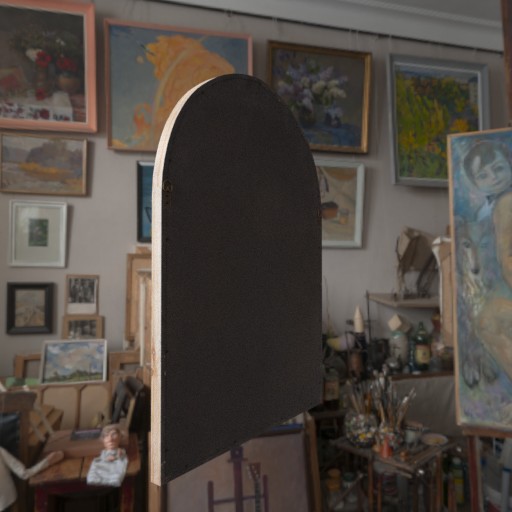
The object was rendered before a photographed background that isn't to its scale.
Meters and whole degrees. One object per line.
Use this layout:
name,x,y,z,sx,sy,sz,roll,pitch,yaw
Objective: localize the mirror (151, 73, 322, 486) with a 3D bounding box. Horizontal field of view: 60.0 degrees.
mirror,0.000,0.000,1.155,0.032,0.920,0.660,-1,-1,37
